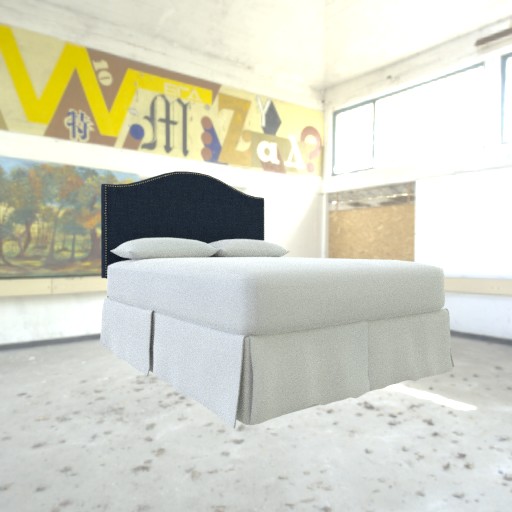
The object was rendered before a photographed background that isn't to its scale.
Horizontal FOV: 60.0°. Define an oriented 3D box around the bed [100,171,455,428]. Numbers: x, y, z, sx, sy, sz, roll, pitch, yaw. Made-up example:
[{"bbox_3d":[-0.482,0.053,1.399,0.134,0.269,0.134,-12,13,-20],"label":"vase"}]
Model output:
[{"bbox_3d":[0.000,0.000,3.233,1.725,1.518,2.153,-1,1,-36],"label":"bed"}]
